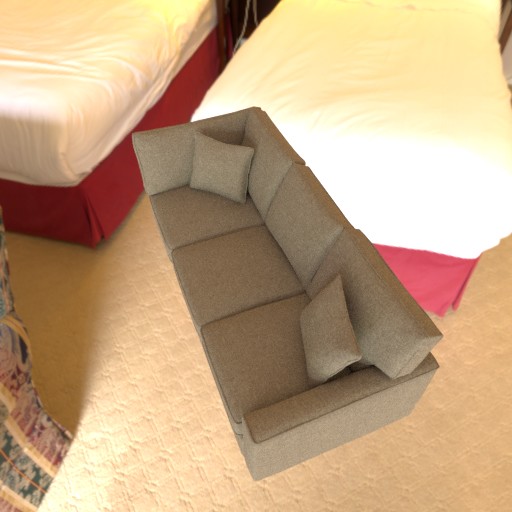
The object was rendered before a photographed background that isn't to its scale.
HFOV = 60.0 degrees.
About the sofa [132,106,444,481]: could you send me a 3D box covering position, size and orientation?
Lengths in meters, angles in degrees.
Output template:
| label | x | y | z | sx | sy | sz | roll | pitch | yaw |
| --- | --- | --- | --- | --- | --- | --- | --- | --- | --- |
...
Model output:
| label | x | y | z | sx | sy | sz | roll | pitch | yaw |
| --- | --- | --- | --- | --- | --- | --- | --- | --- | --- |
| sofa | 0.000 | 0.000 | 2.880 | 1.061 | 0.962 | 2.317 | -17 | 50 | -14 |
